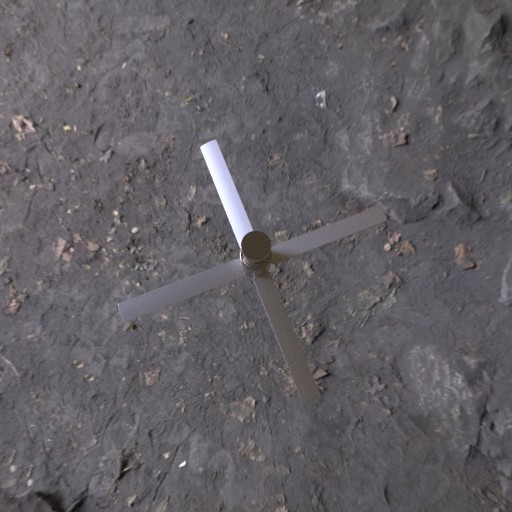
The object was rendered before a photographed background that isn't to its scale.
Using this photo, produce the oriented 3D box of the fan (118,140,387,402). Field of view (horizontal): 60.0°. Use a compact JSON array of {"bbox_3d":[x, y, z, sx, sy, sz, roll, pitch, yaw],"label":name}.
[{"bbox_3d":[0.000,0.000,1.967,1.322,0.355,1.322,-21,77,-5],"label":"fan"}]
